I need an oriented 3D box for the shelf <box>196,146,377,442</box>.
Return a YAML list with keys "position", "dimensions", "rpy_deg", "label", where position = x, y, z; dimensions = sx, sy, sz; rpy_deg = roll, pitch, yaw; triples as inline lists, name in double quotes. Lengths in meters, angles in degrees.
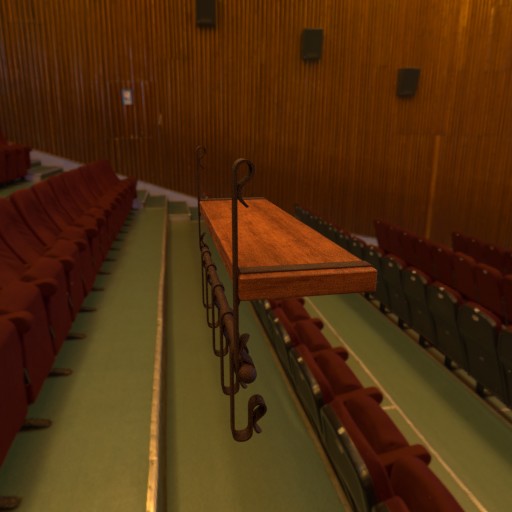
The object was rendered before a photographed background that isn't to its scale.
- position: [0.000, 0.000, 0.710]
  dimensions: [0.146, 0.330, 0.567]
  rpy_deg: [-3, 15, -11]
  label: "shelf"
